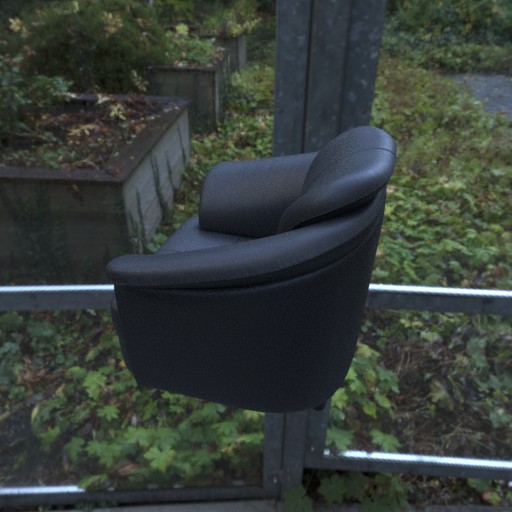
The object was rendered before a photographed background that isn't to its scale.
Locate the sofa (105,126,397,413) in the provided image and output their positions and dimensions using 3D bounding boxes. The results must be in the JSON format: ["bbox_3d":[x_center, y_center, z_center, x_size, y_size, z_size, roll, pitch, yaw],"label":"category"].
[{"bbox_3d":[0.000,0.000,1.498,0.794,0.811,0.870,9,33,14],"label":"sofa"}]
